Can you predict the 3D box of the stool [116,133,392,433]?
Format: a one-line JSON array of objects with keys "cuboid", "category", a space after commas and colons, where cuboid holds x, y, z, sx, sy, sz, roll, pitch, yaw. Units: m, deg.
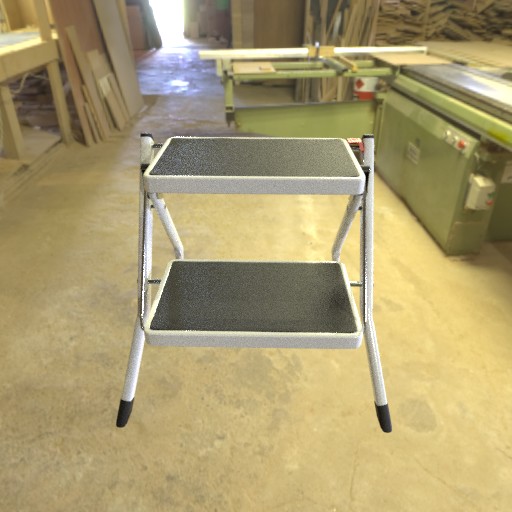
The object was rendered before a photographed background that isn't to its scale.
[{"cuboid": [0.000, 0.000, 0.852, 0.485, 0.445, 0.490, 1, 31, 1], "category": "stool"}]
